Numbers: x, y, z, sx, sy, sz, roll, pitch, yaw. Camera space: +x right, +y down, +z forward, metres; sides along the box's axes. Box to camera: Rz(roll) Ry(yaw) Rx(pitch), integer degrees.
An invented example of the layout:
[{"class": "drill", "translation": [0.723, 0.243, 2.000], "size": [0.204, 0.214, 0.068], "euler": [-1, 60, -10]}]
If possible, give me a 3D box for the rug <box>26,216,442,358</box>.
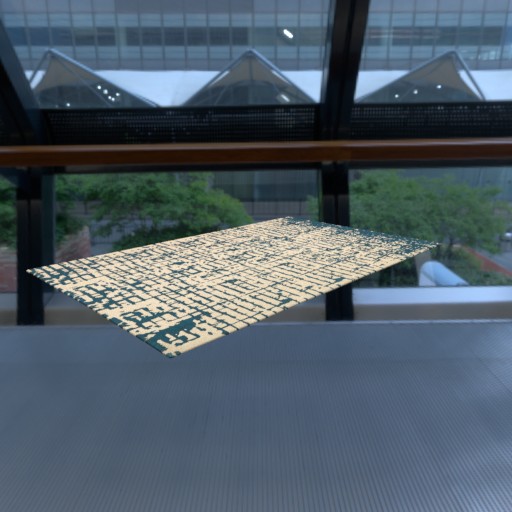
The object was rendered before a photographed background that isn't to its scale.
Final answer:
[{"class": "rug", "translation": [0.000, 0.000, 3.007], "size": [1.517, 0.011, 2.435], "euler": [15, 22, 43]}]
